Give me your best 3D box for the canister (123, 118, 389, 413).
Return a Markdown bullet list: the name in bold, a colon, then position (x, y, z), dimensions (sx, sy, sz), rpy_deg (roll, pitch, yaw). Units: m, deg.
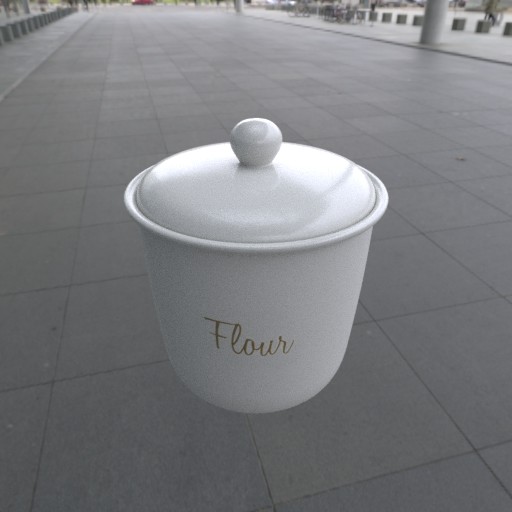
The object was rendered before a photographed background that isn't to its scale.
- **canister**: position (0.000, 0.000, 0.343), dimensions (0.182, 0.208, 0.182), rpy_deg (0, 31, 0)
